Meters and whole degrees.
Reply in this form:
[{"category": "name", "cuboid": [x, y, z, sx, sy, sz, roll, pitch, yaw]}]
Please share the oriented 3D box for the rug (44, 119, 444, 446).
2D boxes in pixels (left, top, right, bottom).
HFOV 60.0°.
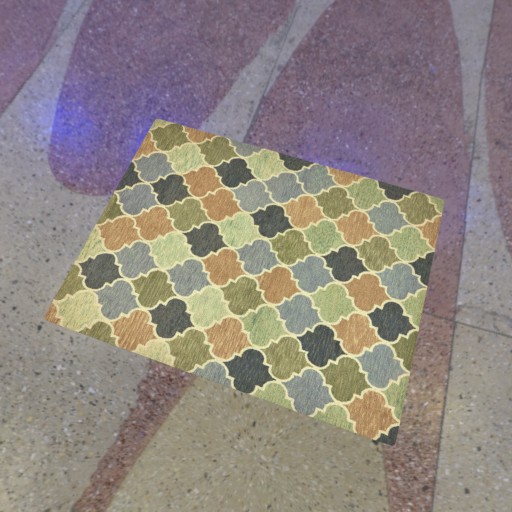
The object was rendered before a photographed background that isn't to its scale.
[{"category": "rug", "cuboid": [0.000, 0.000, 4.235, 3.200, 0.013, 2.439, 18, 67, 8]}]
